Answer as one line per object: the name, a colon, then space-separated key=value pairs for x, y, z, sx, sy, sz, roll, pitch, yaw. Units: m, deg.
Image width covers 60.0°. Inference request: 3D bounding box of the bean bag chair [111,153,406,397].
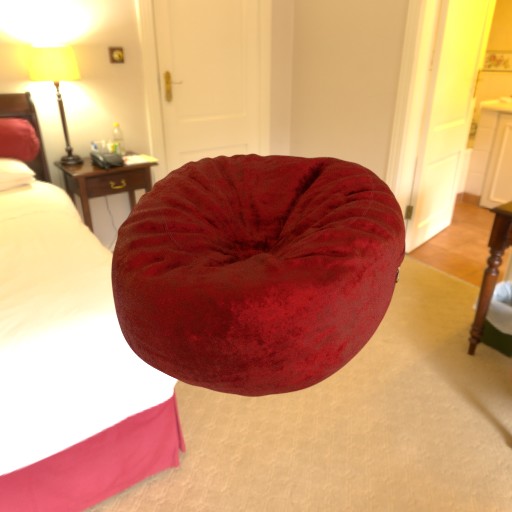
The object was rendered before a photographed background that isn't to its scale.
bean bag chair: x=0.000 y=0.000 z=2.402 sx=1.524 sy=0.878 sz=1.524 roll=8 pitch=26 yaw=16
